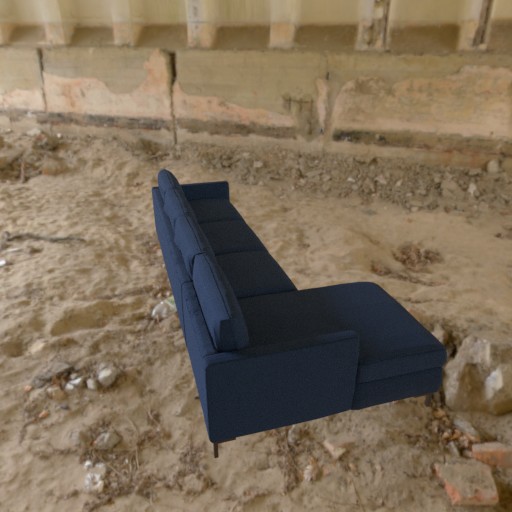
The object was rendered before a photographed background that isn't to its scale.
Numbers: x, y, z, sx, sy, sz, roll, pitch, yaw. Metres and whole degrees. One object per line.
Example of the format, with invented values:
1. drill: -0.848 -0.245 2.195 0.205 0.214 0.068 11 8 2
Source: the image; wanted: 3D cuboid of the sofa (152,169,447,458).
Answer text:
1. sofa: 0.000 0.000 2.916 1.128 0.679 2.450 -7 27 -15
